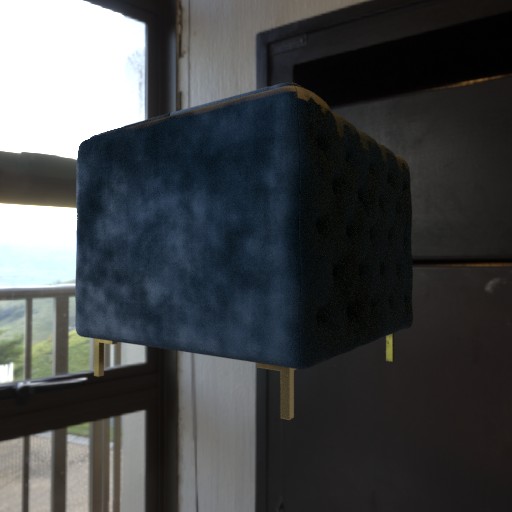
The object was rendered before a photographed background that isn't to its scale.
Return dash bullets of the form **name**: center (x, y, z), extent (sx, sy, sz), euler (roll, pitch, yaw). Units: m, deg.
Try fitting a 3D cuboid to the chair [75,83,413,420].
- **chair**: center (0.000, 0.000, 1.541), extent (0.868, 0.771, 0.877), euler (-1, -2, 34)
